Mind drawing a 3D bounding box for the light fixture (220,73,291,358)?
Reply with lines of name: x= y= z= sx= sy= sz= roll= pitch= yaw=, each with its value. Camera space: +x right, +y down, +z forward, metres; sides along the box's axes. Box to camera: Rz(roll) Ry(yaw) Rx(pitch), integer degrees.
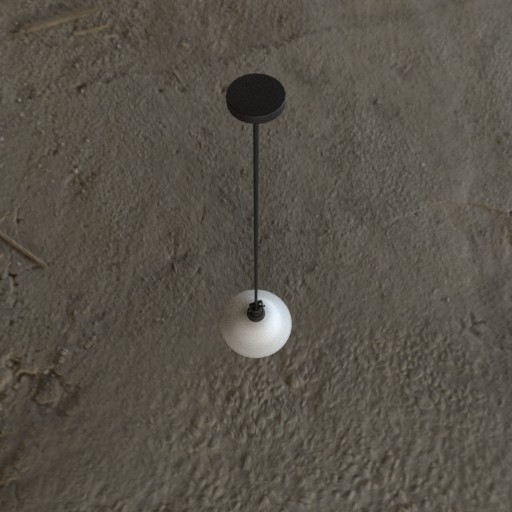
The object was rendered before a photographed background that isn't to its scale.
light fixture: x=0.000 y=0.000 z=1.428 sx=0.324 sy=1.337 sz=0.324 roll=-17 pitch=64 yaw=-9
